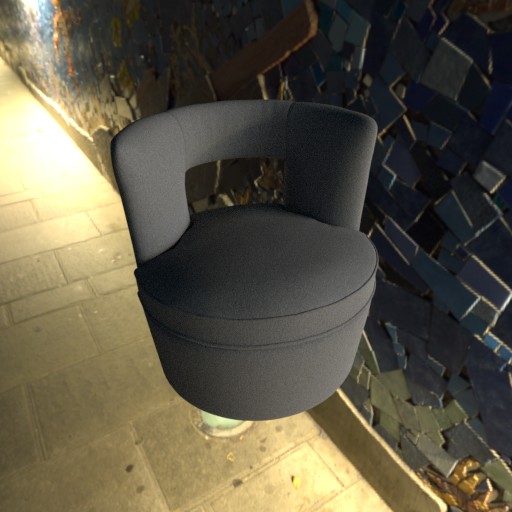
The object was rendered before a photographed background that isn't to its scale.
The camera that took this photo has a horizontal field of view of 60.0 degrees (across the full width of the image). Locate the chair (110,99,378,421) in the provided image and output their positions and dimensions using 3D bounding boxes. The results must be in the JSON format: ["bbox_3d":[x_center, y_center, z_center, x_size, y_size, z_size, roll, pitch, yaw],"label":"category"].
[{"bbox_3d":[0.000,0.000,1.269,0.689,0.719,0.660,-9,34,-14],"label":"chair"}]
